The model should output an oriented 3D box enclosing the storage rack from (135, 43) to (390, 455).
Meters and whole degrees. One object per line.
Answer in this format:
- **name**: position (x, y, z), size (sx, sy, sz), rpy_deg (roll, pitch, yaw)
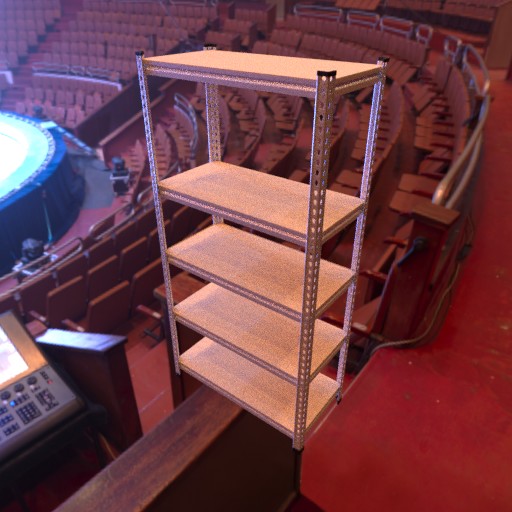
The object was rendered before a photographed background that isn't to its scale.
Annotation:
- **storage rack**: position (0.000, 0.000, 2.197), size (0.914, 1.829, 0.457), rpy_deg (21, 37, 32)
